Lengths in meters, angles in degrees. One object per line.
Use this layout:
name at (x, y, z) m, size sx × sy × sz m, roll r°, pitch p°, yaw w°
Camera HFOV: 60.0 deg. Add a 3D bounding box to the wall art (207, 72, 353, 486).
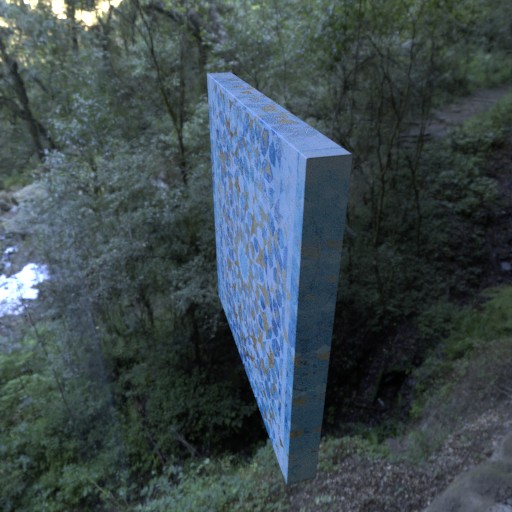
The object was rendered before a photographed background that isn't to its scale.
wall art at (0.000, 0.000, 0.599) m, size 0.037 × 0.405 × 0.405 m, roll -8°, pitch 32°, yaw -13°
